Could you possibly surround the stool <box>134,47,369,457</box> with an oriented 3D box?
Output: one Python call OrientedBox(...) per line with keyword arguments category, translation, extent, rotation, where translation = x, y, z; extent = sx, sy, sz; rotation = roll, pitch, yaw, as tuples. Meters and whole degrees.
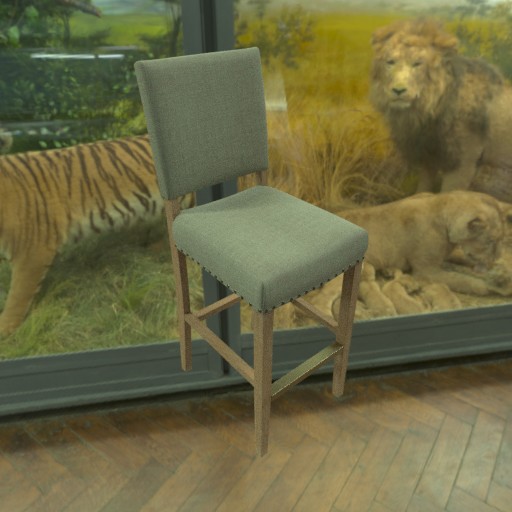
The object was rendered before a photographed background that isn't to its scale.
OrientedBox(category="stool", translation=(0.000, 0.000, 1.498), extent=(0.445, 1.203, 0.585), rotation=(-24, 40, -33))
